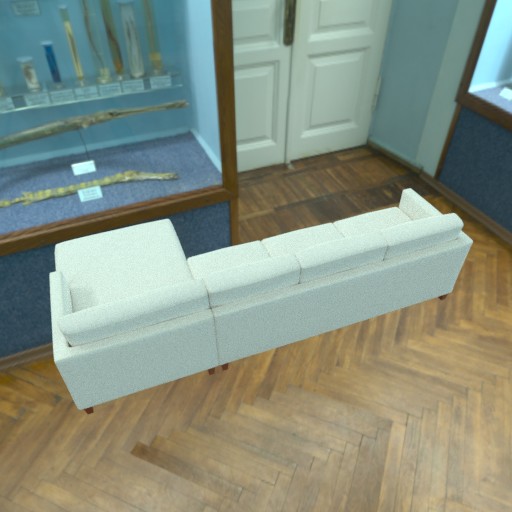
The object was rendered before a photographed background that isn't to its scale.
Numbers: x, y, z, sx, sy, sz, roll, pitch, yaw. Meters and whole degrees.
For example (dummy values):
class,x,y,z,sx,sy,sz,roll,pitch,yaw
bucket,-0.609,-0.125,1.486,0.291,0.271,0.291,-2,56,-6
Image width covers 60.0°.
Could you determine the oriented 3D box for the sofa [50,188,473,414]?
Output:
class,x,y,z,sx,sy,sz,roll,pitch,yaw
sofa,0.000,0.000,4.093,3.471,0.954,1.606,-14,44,-16
